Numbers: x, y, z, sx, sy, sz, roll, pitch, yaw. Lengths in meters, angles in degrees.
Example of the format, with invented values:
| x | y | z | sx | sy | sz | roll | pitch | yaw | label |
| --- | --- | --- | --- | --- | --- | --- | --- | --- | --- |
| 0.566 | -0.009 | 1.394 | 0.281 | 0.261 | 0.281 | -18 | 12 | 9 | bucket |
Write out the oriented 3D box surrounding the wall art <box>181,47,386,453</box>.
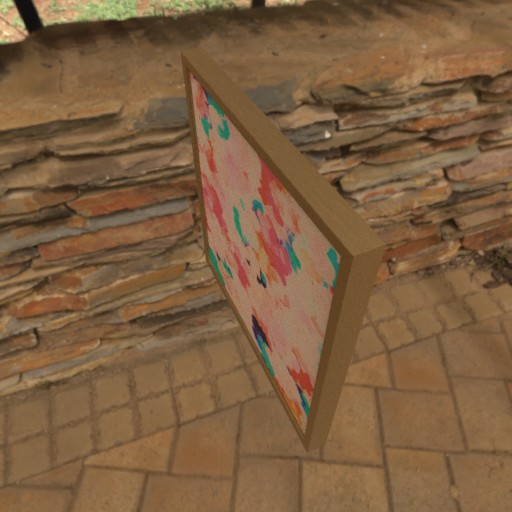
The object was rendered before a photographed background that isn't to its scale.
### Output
| x | y | z | sx | sy | sz | roll | pitch | yaw | label |
| --- | --- | --- | --- | --- | --- | --- | --- | --- | --- |
| 0.000 | 0.000 | 0.761 | 0.037 | 0.509 | 0.510 | -19 | 50 | -17 | wall art |
